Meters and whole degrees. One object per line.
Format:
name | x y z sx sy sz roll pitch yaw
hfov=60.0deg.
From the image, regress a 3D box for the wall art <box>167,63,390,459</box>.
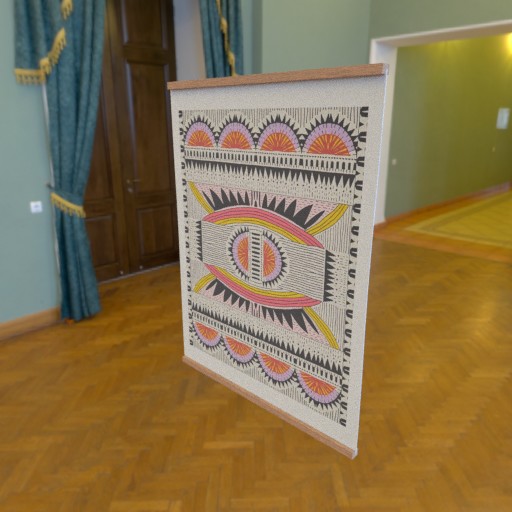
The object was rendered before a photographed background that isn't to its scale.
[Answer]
wall art | 0.000 0.000 1.338 0.765 1.016 0.028 16 23 41
